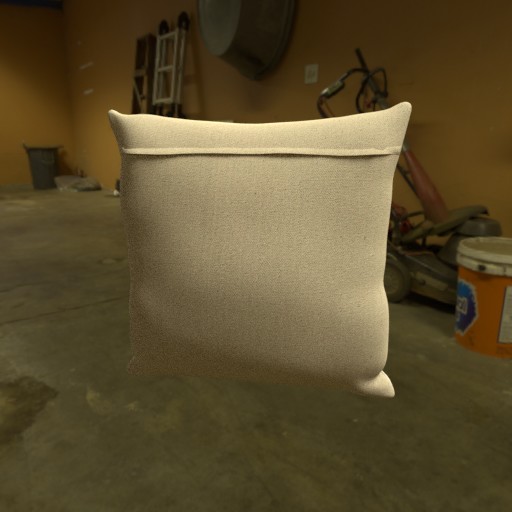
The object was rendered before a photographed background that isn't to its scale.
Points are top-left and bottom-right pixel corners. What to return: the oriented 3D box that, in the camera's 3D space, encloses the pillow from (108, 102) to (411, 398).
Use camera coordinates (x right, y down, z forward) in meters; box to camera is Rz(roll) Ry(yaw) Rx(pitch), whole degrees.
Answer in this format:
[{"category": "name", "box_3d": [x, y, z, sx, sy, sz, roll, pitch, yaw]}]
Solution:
[{"category": "pillow", "box_3d": [0.000, 0.000, 0.676, 0.440, 0.441, 0.182, 2, 15, 8]}]
